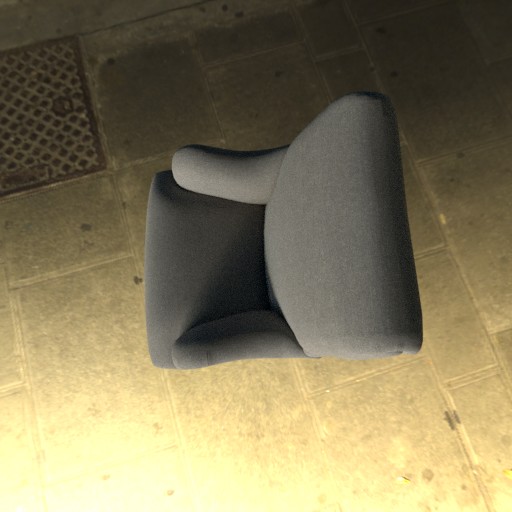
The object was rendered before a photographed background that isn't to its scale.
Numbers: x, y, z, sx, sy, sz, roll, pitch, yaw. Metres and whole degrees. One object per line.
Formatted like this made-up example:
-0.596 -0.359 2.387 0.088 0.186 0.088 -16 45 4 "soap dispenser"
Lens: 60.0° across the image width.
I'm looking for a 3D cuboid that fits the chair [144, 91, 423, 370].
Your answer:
0.000 0.000 1.589 0.843 0.942 0.766 -2 77 -1 "chair"
